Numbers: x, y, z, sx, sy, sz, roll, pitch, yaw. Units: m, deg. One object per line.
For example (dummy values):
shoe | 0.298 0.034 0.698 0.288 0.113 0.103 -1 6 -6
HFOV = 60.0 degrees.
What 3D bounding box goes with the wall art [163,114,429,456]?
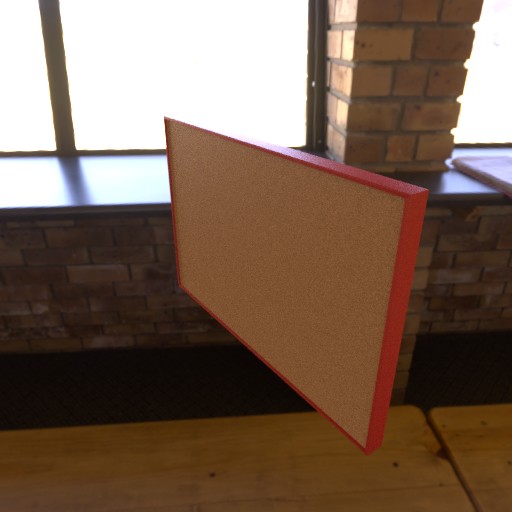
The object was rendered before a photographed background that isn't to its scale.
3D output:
wall art | 0.000 0.000 0.791 0.033 0.405 0.607 -18 32 -31
